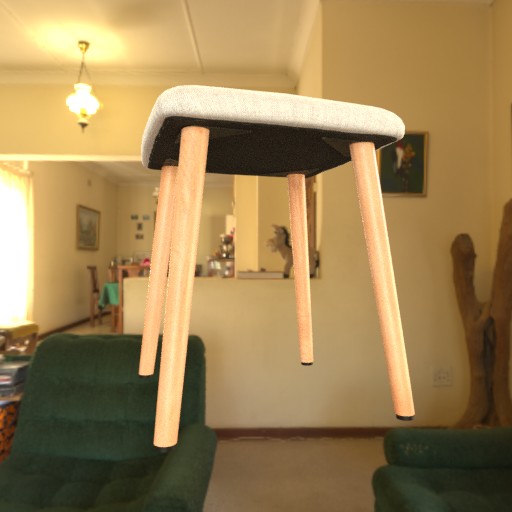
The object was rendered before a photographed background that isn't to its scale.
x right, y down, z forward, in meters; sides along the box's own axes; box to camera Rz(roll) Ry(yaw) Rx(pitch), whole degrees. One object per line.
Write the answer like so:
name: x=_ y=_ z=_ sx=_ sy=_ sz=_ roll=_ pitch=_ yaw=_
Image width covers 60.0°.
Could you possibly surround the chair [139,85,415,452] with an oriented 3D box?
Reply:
chair: x=0.000 y=0.000 z=0.703 sx=0.350 sy=0.440 sz=0.350 roll=0 pitch=0 yaw=-18
